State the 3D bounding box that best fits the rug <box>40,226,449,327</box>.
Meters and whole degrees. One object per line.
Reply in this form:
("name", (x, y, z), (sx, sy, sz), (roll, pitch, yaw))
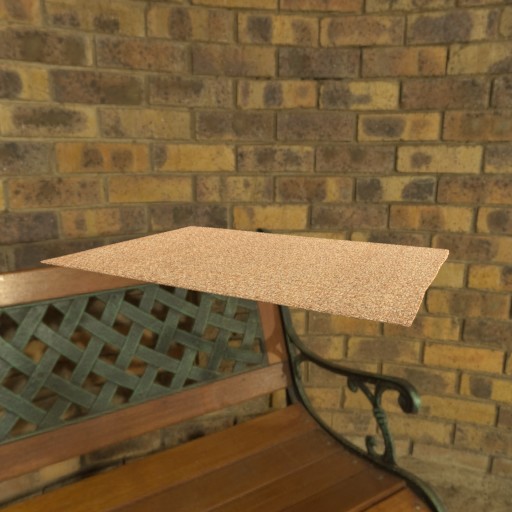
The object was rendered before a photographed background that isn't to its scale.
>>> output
("rug", (0.000, 0.000, 2.799), (2.141, 0.013, 1.566), (7, 14, 27))
